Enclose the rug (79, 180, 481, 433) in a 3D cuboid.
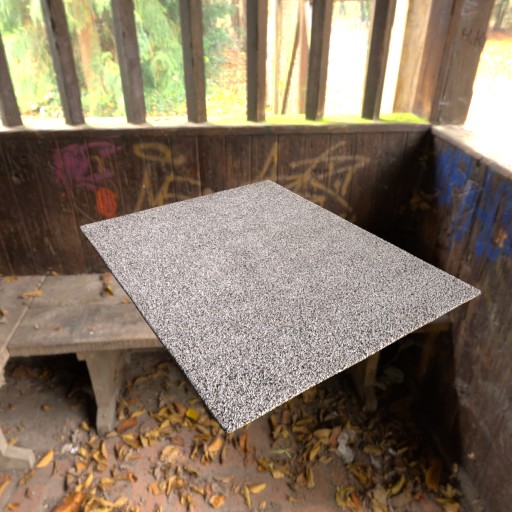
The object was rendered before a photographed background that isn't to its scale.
[{"bbox_3d":[0.000,0.000,4.138,2.438,0.029,3.047,-19,36,-29],"label":"rug"}]
